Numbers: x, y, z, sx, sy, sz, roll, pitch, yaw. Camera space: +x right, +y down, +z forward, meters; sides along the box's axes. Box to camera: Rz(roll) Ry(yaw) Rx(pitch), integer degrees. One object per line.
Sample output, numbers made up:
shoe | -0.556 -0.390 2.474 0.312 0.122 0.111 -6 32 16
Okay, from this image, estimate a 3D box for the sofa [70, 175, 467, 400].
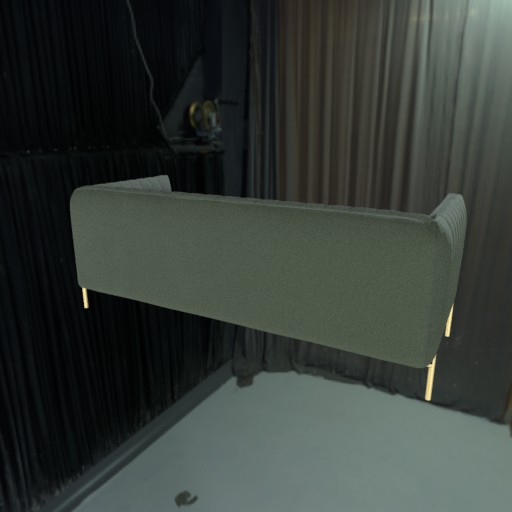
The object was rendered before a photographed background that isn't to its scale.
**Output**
sofa | 0.000 0.000 2.586 2.137 0.793 0.896 9 18 28
